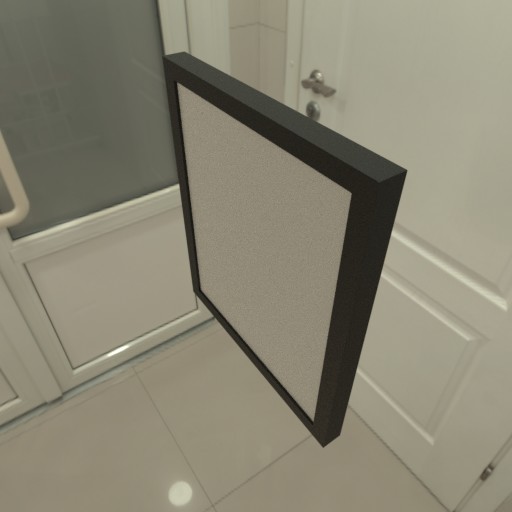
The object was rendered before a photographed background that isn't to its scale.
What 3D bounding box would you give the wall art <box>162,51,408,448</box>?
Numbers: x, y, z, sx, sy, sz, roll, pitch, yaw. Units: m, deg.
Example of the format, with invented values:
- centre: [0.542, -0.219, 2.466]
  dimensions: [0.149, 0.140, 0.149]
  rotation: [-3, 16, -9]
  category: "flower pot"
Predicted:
- centre: [0.000, 0.000, 0.532]
  dimensions: [0.029, 0.381, 0.330]
  rotation: [-25, 47, -26]
  category: "wall art"
